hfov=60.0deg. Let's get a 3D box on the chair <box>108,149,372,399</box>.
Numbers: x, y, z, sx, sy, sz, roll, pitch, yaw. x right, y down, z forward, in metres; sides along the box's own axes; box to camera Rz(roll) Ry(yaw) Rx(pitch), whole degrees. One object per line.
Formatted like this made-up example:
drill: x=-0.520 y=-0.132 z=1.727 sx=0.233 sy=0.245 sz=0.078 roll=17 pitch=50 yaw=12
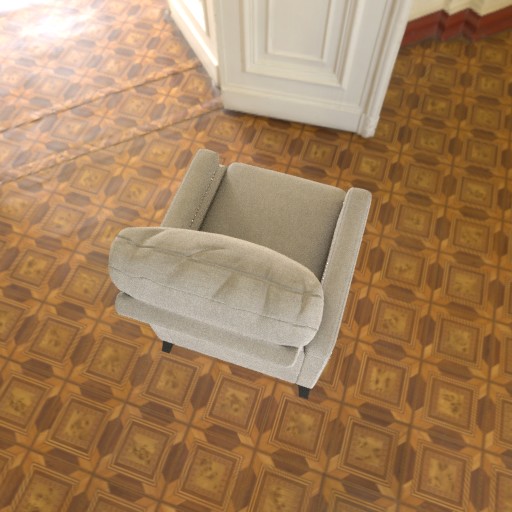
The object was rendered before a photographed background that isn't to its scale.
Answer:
chair: x=0.000 y=0.000 z=1.657 sx=0.710 sy=1.049 sz=0.922 roll=16 pitch=63 yaw=8
